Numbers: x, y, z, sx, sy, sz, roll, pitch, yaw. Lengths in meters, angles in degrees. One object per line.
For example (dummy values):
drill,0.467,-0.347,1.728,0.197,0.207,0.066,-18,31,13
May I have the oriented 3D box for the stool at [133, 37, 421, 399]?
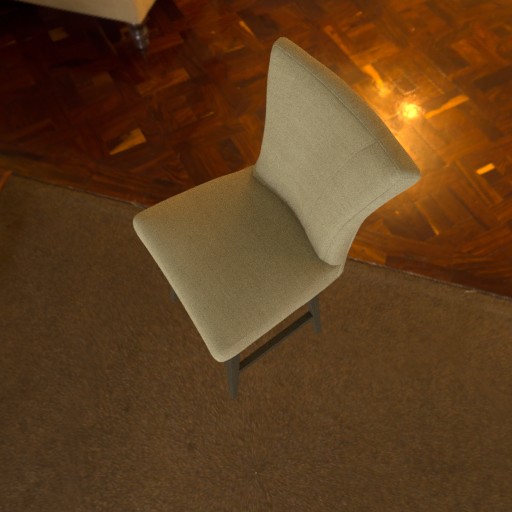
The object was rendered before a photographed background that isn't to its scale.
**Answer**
stool,0.000,0.000,1.423,0.574,1.086,0.514,-31,68,-14
